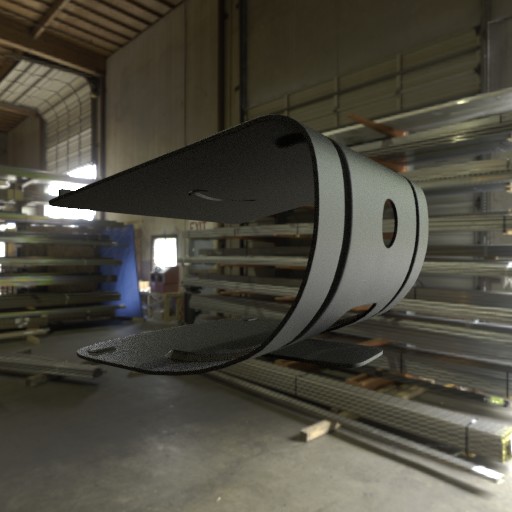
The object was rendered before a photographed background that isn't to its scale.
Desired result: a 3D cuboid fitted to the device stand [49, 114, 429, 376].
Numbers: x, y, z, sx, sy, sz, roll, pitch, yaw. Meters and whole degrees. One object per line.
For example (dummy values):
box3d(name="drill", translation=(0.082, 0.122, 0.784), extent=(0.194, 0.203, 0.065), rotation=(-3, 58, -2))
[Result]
box3d(name="device stand", translation=(0.000, 0.000, 0.389), extent=(0.236, 0.155, 0.256), rotation=(0, 0, 34))
